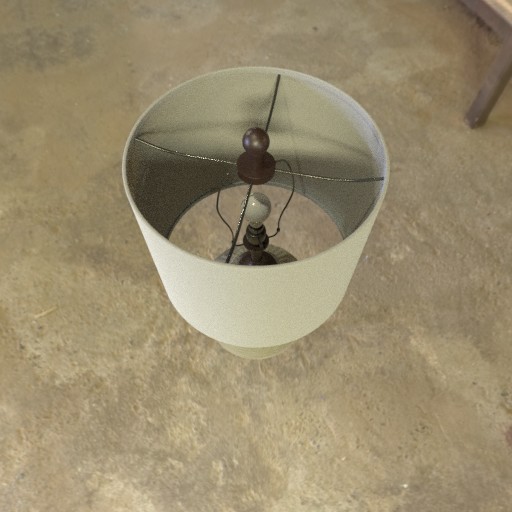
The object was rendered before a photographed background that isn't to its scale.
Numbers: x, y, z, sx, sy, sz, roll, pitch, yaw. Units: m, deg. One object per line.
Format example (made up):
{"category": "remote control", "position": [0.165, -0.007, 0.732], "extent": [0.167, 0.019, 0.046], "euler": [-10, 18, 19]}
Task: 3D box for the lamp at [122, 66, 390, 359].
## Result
{"category": "lamp", "position": [0.000, 0.000, 0.746], "extent": [0.318, 0.567, 0.318], "euler": [0, 60, 0]}
